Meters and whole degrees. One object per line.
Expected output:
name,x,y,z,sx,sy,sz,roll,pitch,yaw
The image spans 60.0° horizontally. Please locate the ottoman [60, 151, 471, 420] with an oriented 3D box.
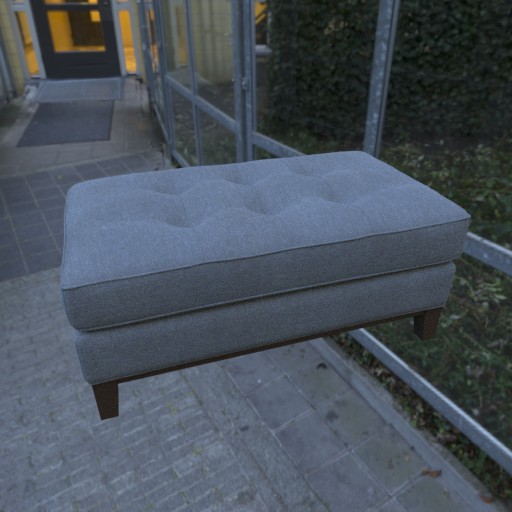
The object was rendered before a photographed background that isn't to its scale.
ottoman,0.000,0.000,1.480,1.143,0.514,0.648,-10,32,-15
